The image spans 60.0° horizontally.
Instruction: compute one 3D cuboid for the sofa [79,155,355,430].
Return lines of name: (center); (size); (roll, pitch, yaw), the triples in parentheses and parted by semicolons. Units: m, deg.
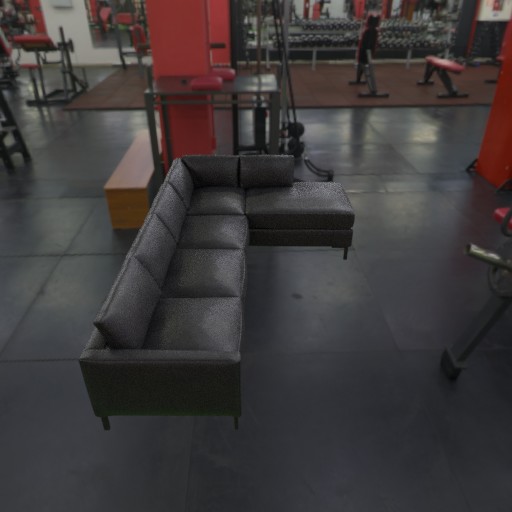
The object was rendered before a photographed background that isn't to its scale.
sofa: (0.000, 0.000, 3.802); (1.938, 0.877, 2.984); (0, 31, 0)
